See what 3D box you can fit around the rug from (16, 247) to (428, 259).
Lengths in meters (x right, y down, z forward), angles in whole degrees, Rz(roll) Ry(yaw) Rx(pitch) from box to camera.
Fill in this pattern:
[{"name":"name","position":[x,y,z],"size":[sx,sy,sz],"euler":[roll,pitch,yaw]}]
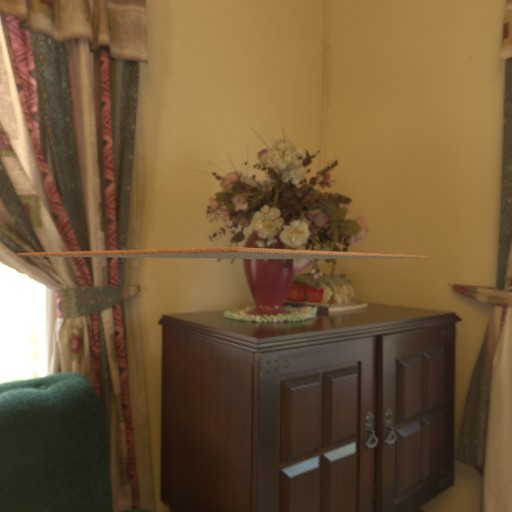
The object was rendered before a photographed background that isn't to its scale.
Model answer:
[{"name":"rug","position":[0.000,0.000,2.278],"size":[1.219,0.014,1.829],"euler":[-1,-1,36]}]
